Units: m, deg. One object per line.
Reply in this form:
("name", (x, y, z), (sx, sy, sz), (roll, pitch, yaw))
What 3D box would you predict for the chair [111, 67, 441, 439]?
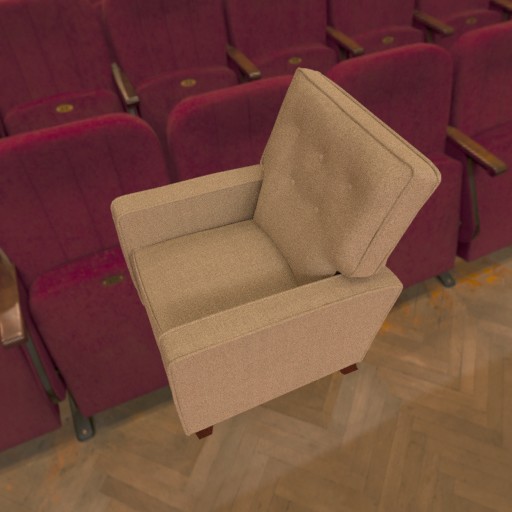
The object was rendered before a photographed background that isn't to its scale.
("chair", (0.000, 0.000, 1.394), (0.754, 0.888, 0.648), (-18, 50, -16))
